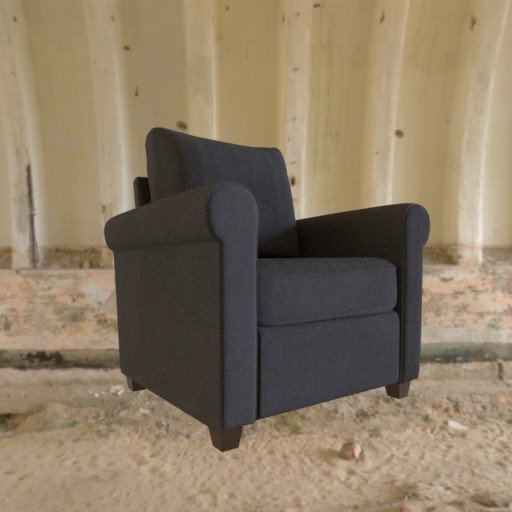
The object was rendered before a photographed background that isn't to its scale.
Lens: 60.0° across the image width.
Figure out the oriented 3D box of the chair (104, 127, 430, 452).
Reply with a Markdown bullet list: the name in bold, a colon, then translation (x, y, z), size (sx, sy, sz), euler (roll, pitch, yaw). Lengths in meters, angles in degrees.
- **chair**: translation (0.000, 0.000, 1.567), size (0.867, 0.942, 0.828), euler (0, 0, -36)
